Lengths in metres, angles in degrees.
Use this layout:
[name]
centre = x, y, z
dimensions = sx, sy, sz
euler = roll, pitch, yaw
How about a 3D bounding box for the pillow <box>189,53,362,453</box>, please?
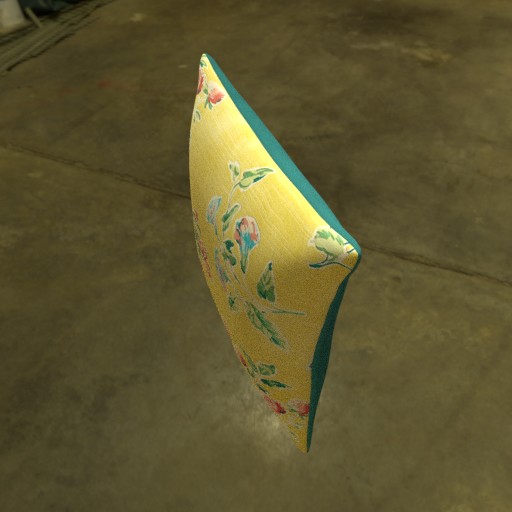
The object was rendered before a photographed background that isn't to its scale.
[pillow]
centre = 0.000, 0.000, 0.778
dimensions = 0.166, 0.508, 0.525
euler = -16, 48, -15
